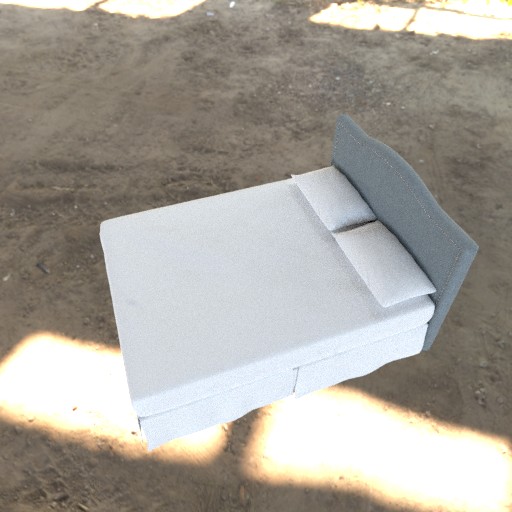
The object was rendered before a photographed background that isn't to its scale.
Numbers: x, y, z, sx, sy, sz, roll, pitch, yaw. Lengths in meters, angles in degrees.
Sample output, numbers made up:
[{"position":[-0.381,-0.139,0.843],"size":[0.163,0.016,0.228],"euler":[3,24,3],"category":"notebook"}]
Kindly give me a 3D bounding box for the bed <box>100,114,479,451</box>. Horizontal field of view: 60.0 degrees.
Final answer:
[{"position":[0.000,0.000,3.978],"size":[2.689,1.457,2.161],"euler":[-15,48,-14],"category":"bed"}]
